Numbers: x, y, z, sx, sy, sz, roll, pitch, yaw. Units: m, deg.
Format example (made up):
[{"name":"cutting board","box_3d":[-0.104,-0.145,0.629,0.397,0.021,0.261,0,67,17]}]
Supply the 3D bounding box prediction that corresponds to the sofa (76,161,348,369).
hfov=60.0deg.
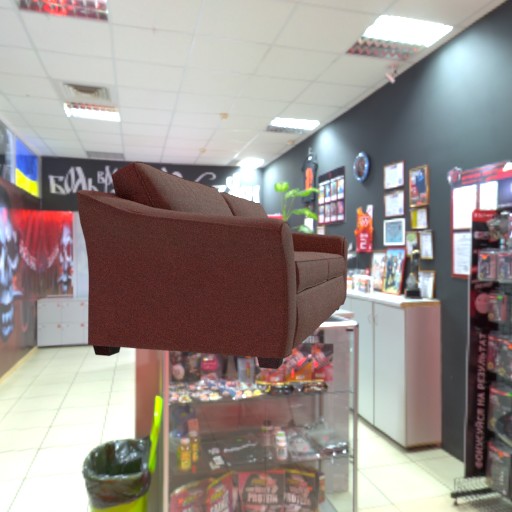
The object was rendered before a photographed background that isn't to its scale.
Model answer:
[{"name":"sofa","box_3d":[0.000,0.000,2.876,0.986,0.906,2.270,0,1,18]}]
